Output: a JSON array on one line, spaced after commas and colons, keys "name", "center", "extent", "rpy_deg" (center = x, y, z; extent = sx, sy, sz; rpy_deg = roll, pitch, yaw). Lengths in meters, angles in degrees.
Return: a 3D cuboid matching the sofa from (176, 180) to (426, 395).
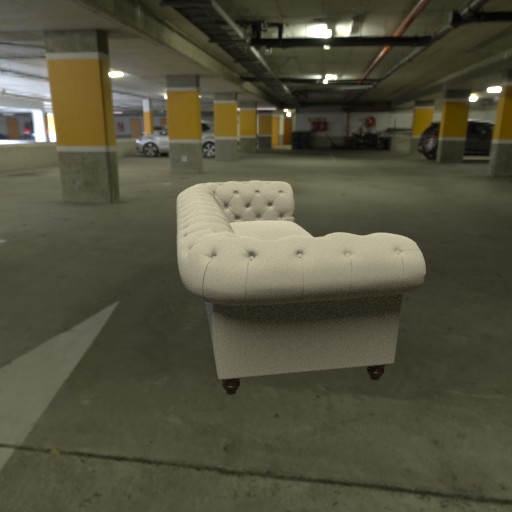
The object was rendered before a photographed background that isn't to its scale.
[{"name": "sofa", "center": [0.000, 0.000, 2.866], "extent": [0.991, 0.749, 2.411], "rpy_deg": [-3, 16, -10]}]
